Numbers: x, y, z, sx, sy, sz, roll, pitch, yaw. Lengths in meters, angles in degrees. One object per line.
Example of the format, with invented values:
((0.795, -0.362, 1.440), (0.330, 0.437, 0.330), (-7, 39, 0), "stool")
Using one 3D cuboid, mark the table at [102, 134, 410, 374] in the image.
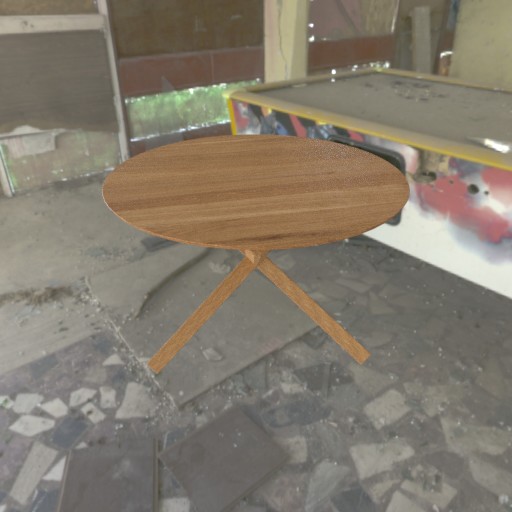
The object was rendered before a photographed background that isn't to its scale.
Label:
((0.000, 0.000, 1.728), (1.038, 0.666, 1.038), (0, 31, 0), "table")
